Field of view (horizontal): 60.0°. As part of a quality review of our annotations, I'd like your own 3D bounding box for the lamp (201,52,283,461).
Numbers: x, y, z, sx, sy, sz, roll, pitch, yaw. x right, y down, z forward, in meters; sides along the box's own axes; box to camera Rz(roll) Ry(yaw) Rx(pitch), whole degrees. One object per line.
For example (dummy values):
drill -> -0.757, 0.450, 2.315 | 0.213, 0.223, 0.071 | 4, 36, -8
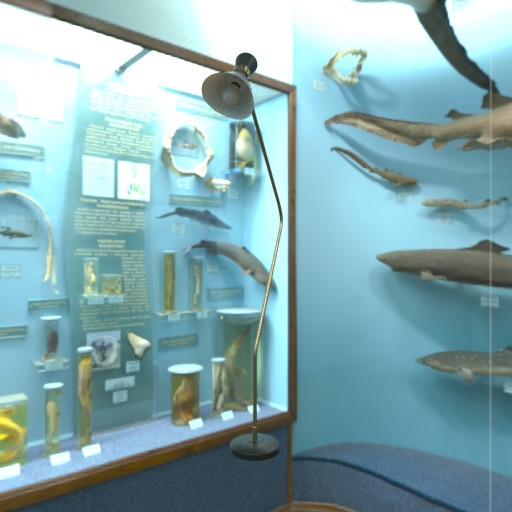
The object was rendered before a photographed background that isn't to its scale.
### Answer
lamp -> 0.000, 0.000, 1.590 | 0.467, 1.438, 0.277 | 0, 0, -37
